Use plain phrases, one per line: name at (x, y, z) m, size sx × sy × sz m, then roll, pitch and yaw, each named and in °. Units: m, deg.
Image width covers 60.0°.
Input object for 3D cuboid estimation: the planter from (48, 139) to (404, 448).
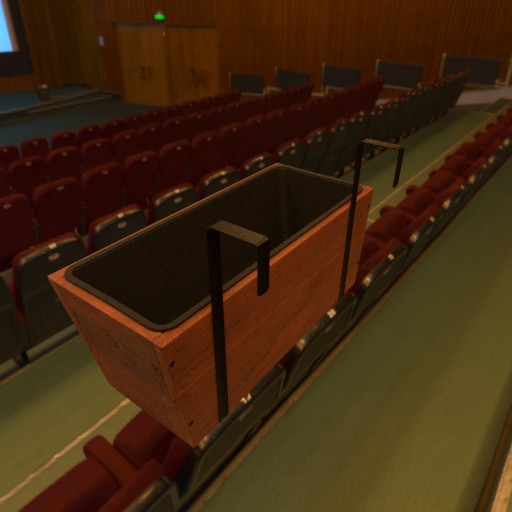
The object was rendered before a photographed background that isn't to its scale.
planter at (0.000, 0.000, 0.644) m, size 0.262 × 0.289 × 0.480 m, roll 22°, pitch 38°, yaw 31°
